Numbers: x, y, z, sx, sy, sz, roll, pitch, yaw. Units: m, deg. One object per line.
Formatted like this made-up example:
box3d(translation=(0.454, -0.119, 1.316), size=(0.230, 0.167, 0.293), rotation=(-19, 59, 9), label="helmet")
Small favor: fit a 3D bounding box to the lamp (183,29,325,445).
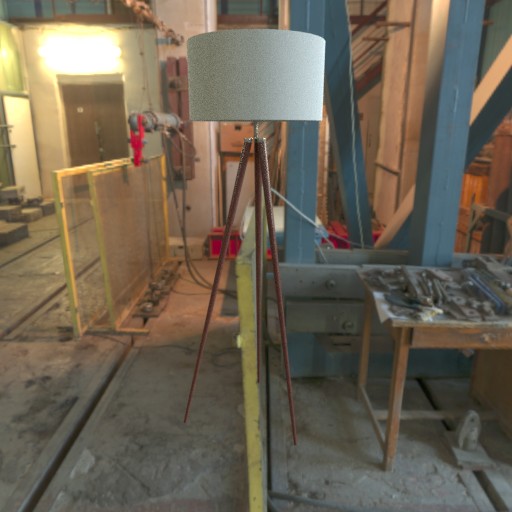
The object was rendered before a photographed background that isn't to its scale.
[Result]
box3d(translation=(0.000, 0.000, 1.772), size=(0.483, 1.553, 0.483), rotation=(-15, 22, -42), label="lamp")
